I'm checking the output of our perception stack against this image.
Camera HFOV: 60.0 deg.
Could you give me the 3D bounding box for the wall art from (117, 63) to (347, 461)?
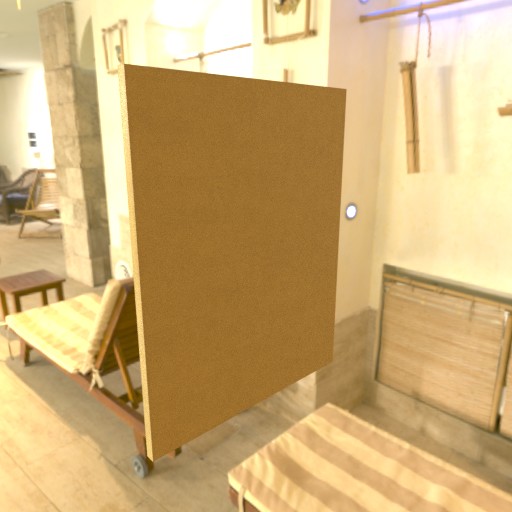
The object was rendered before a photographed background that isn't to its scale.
[{"bbox_3d":[0.000,0.000,1.345,0.798,1.002,0.030,-14,21,-42],"label":"wall art"}]
